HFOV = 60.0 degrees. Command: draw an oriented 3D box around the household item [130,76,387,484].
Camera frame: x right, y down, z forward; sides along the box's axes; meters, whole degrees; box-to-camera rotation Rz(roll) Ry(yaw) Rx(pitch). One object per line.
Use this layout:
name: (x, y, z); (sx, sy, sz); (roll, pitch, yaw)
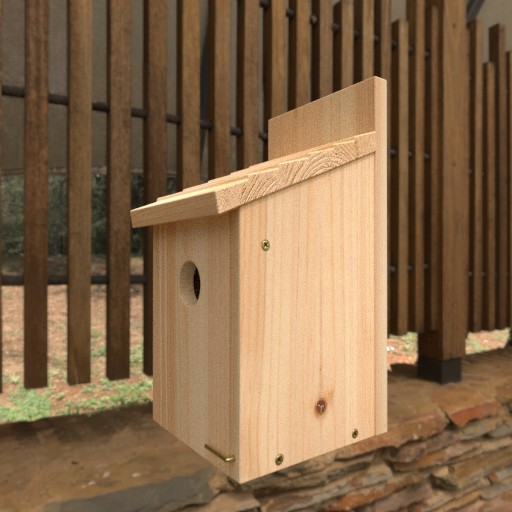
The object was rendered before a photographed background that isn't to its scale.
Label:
household item: (0.000, 0.000, 0.386); (0.171, 0.300, 0.149); (0, 0, -36)
